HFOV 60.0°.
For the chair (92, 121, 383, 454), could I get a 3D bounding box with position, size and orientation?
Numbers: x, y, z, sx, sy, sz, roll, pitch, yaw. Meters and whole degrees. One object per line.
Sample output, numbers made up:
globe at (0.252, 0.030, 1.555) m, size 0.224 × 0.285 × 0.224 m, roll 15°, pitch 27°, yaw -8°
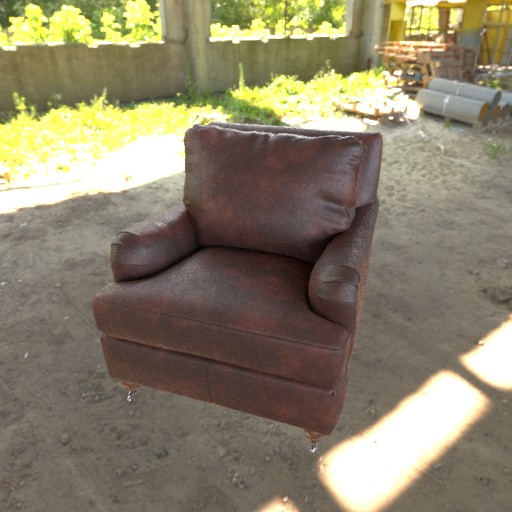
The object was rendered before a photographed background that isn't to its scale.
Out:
chair at (0.000, 0.000, 1.983) m, size 0.987 × 1.051 × 1.156 m, roll 9°, pitch 28°, yaw 17°
